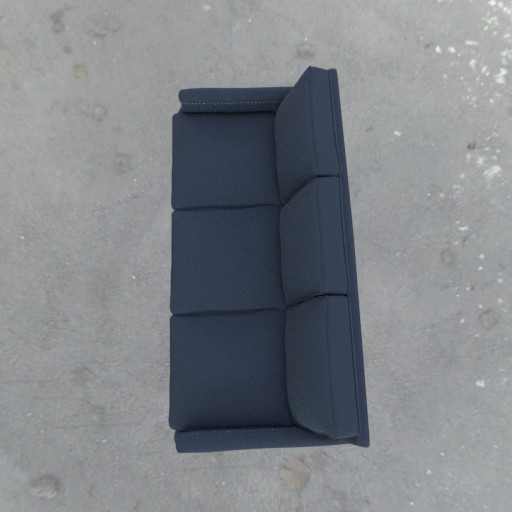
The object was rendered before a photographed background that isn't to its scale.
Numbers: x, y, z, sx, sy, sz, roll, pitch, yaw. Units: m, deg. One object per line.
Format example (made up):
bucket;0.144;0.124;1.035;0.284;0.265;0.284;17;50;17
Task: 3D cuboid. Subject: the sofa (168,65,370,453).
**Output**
sofa;0.000;0.000;2.785;1.084;1.003;2.246;-2;76;0
